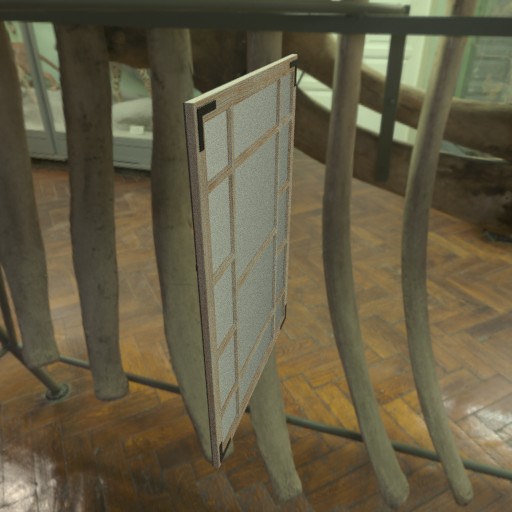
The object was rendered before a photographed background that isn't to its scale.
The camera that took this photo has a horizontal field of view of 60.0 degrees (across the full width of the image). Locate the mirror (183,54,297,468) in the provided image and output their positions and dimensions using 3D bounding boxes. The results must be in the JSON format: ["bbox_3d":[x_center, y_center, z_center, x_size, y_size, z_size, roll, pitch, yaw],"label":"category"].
[{"bbox_3d":[0.000,0.000,1.283,0.025,0.996,0.705,10,32,16],"label":"mirror"}]
